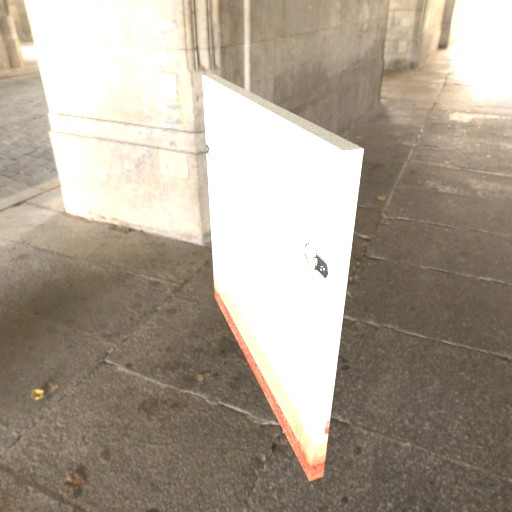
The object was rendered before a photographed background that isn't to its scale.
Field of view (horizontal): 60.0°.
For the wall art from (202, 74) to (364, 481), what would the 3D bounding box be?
[{"bbox_3d":[0.000,0.000,1.122,0.042,0.760,0.760,-11,32,-18],"label":"wall art"}]
